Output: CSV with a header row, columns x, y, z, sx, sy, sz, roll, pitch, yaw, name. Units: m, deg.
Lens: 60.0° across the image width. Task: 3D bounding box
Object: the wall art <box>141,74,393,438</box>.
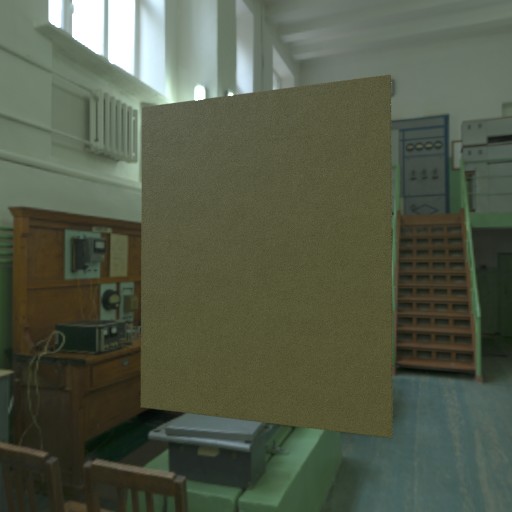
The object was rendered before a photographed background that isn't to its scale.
x,y,z,sx,sy,sz,roll,pitch,yaw,name
0.000,0.000,1.363,0.798,1.002,0.030,0,-1,19,wall art
